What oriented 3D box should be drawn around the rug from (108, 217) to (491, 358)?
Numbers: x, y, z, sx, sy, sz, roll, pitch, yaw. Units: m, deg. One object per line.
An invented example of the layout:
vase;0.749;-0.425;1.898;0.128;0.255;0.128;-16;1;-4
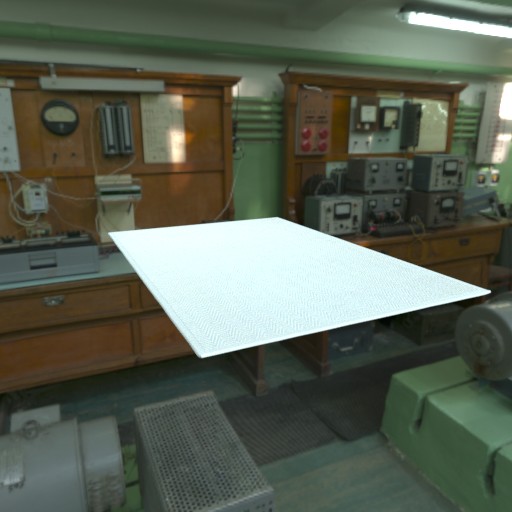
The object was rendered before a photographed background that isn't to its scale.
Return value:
rug;0.000;0.000;2.866;1.532;0.017;2.244;-7;17;-25
